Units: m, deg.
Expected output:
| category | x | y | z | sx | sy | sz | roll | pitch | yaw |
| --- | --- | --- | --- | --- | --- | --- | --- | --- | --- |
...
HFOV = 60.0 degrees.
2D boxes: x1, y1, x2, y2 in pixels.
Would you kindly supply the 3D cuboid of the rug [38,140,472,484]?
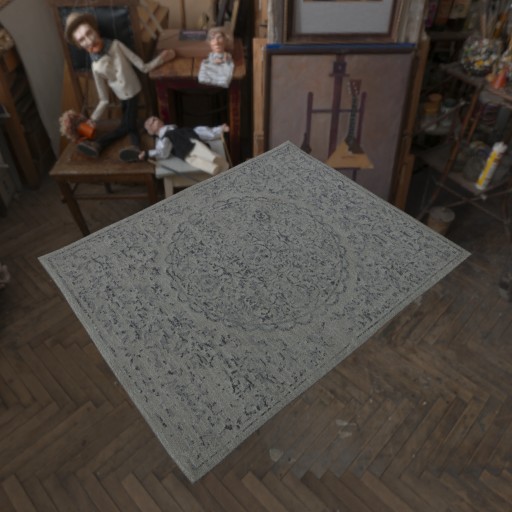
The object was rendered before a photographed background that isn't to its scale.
| category | x | y | z | sx | sy | sz | roll | pitch | yaw |
| --- | --- | --- | --- | --- | --- | --- | --- | --- | --- |
| rug | 0.000 | 0.000 | 3.812 | 2.925 | 0.026 | 2.343 | -31 | 54 | -26 |
